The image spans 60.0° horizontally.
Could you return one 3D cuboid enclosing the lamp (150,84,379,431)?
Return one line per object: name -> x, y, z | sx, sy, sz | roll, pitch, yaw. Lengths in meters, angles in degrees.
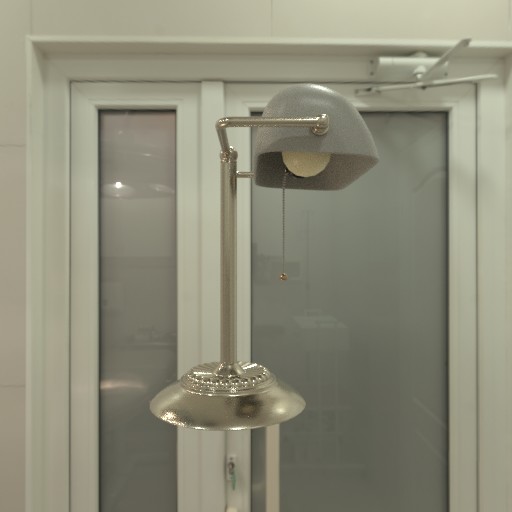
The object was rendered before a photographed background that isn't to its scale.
lamp -> 0.000, 0.000, 0.518 | 0.243, 0.339, 0.264 | 0, 0, -1
